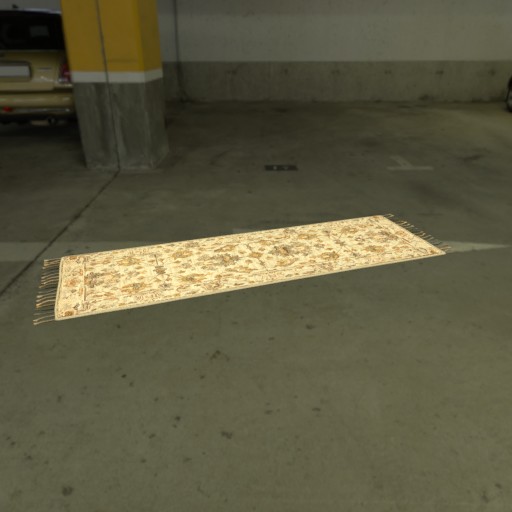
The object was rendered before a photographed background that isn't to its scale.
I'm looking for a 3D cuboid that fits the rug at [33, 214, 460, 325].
[{"bbox_3d":[0.000,0.000,2.701,2.438,0.021,0.729,-9,27,-17],"label":"rug"}]
